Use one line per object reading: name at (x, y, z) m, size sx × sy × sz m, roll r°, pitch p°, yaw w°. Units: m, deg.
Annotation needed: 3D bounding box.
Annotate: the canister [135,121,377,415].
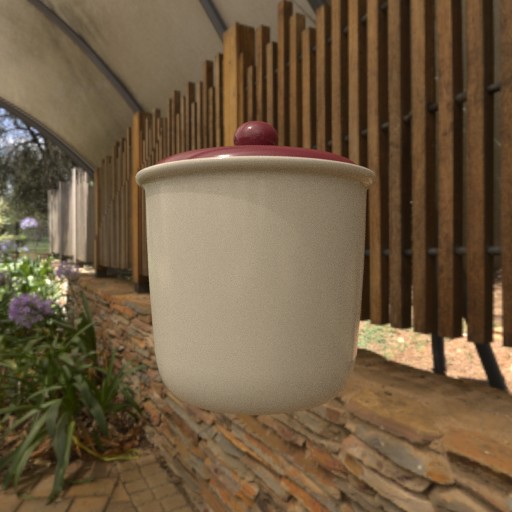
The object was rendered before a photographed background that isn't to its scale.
canister at (0.000, 0.000, 0.347) m, size 0.182 × 0.208 × 0.182 m, roll 0°, pitch 1°, yaw 0°
